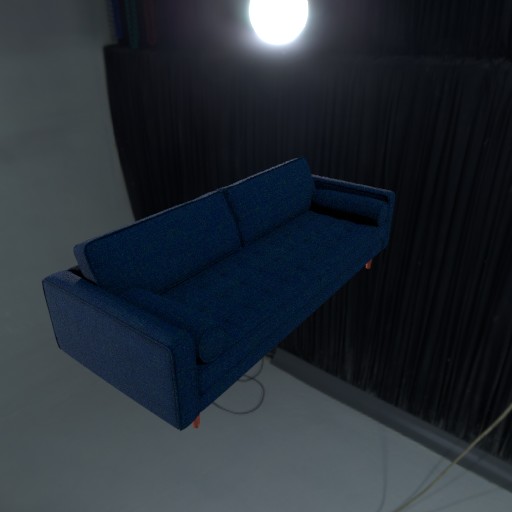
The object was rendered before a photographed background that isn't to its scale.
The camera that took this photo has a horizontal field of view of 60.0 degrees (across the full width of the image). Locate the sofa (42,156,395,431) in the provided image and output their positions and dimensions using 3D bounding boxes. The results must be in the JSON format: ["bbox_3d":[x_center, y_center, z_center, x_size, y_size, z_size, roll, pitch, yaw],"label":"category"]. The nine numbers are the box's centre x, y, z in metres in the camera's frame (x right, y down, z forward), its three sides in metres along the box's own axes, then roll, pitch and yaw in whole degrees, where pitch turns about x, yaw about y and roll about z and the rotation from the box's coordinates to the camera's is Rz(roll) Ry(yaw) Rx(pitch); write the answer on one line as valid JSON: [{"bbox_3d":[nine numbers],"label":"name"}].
[{"bbox_3d":[0.000,0.000,2.717,0.914,0.762,2.210,19,33,32],"label":"sofa"}]
